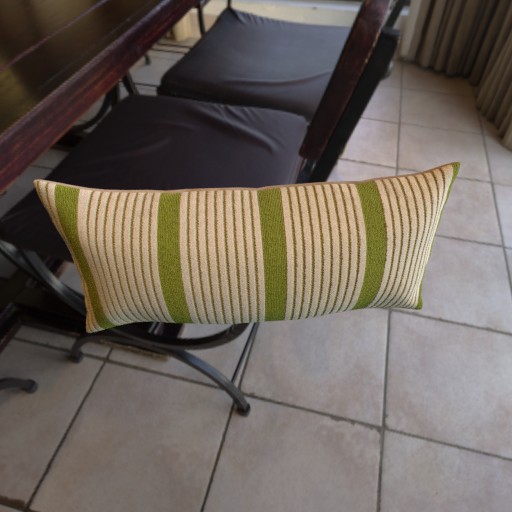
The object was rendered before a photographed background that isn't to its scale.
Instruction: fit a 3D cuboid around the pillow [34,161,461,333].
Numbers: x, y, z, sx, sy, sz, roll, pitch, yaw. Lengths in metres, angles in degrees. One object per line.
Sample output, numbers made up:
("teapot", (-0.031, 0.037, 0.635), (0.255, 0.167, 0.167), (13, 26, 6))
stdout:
("pillow", (0.000, 0.000, 0.710), (0.608, 0.292, 0.156), (-3, 47, -3))
